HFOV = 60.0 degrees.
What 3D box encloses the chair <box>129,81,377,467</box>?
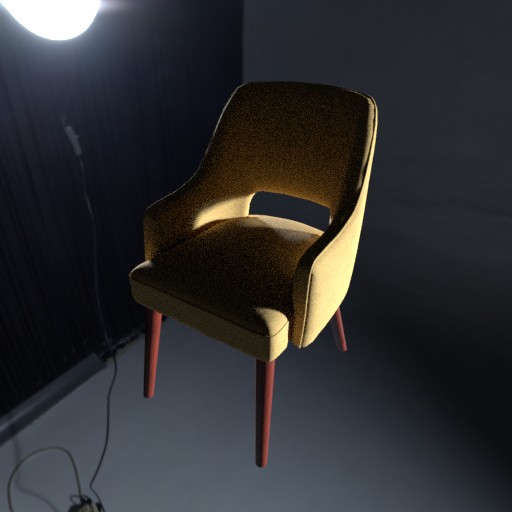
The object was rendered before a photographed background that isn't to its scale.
[{"bbox_3d":[0.000,0.000,1.259,0.548,0.849,0.605,19,35,29],"label":"chair"}]
